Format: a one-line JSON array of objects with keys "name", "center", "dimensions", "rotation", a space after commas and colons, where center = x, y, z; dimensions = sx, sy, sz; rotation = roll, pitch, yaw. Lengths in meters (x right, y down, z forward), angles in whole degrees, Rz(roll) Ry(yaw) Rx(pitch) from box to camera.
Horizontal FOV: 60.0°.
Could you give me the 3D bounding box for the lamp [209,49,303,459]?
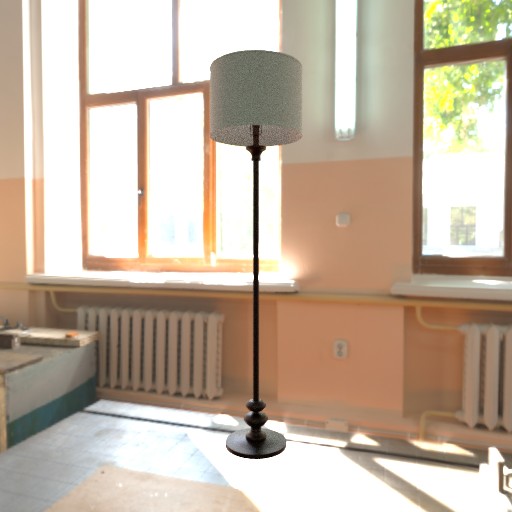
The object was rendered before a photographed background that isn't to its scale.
[{"name": "lamp", "center": [0.000, 0.000, 1.726], "dimensions": [0.356, 1.487, 0.356], "rotation": [-1, 2, -37]}]
